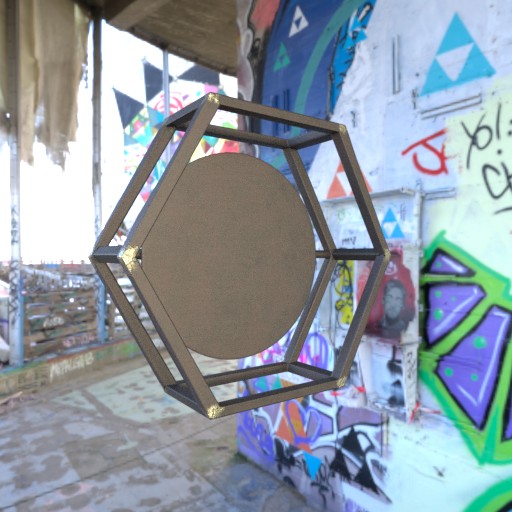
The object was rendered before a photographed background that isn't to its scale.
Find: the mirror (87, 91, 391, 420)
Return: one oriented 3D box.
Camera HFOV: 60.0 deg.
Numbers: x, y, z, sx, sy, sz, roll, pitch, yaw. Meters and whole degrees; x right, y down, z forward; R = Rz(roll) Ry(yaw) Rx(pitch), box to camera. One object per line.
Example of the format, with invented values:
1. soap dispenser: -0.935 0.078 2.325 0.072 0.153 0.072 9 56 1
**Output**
1. mirror: 0.000 0.000 0.555 0.380 0.334 0.119 0 0 -36
